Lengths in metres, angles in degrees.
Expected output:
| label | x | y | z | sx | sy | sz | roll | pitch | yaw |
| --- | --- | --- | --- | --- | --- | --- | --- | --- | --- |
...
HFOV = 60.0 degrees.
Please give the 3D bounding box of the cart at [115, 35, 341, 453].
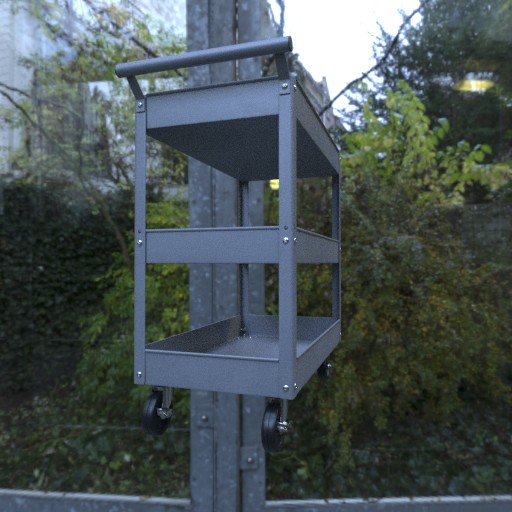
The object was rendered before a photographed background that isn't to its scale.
| label | x | y | z | sx | sy | sz | roll | pitch | yaw |
| --- | --- | --- | --- | --- | --- | --- | --- | --- | --- |
| cart | 0.000 | 0.000 | 1.177 | 0.366 | 0.780 | 0.719 | 0 | -1 | 19 |
